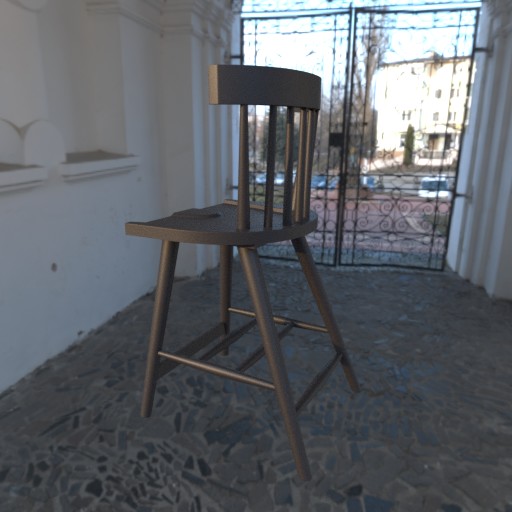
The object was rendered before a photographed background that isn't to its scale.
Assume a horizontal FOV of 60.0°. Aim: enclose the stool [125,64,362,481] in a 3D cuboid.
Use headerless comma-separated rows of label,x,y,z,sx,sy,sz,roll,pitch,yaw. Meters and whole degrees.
stool,0.000,0.000,1.265,0.549,0.953,0.494,8,18,28
